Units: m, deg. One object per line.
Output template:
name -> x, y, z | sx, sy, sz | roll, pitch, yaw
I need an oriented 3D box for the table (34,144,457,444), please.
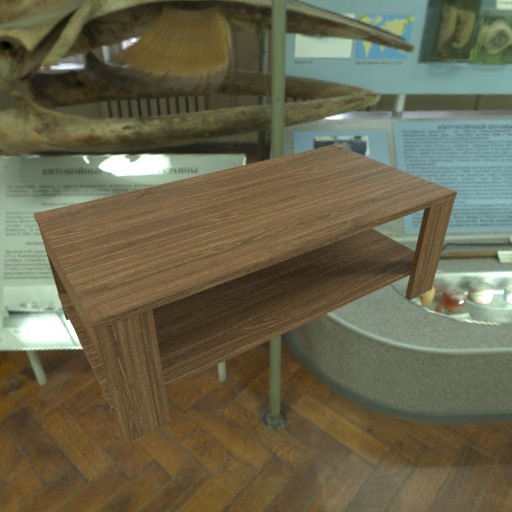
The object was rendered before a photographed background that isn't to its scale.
table -> 0.000, 0.000, 1.501 | 1.200, 0.400, 0.600 | -19, 37, -28
